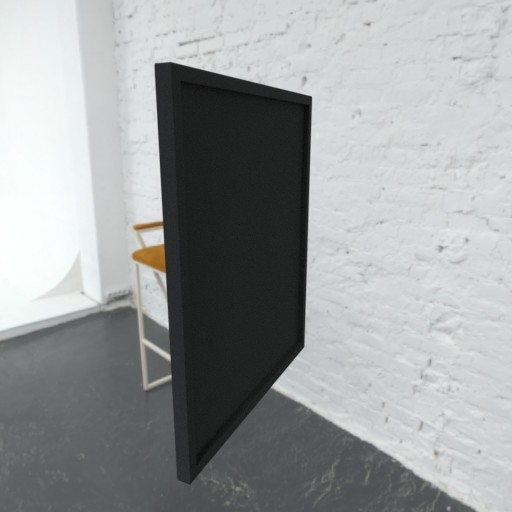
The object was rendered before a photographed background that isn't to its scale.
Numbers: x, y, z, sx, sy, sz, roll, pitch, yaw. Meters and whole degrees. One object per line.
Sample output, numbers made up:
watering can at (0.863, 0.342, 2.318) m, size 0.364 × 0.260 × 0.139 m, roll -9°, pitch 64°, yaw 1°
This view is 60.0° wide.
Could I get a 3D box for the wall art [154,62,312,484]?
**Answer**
wall art at (0.000, 0.000, 0.700) m, size 0.021 × 0.508 × 0.432 m, roll 7°, pitch 17°, yaw 25°
